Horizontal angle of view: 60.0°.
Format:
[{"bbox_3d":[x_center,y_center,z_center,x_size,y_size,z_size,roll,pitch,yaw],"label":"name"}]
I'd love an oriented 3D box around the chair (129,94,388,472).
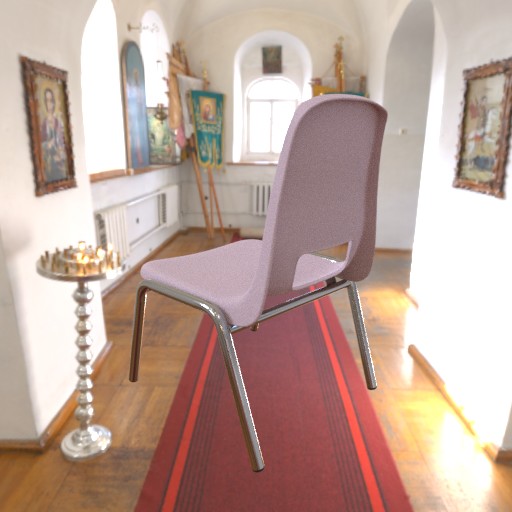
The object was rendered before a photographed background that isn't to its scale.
[{"bbox_3d":[0.000,0.000,0.807,0.354,0.536,0.385,-15,22,-42],"label":"chair"}]
